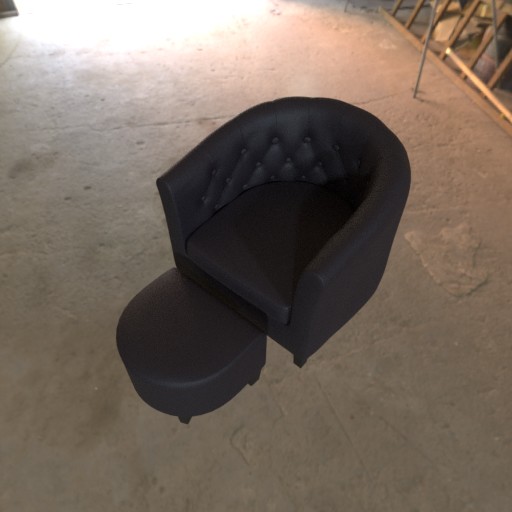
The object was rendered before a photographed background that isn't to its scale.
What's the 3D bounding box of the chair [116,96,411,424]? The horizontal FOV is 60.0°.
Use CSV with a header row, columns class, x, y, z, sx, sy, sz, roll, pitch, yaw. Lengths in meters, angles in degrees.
class,x,y,z,sx,sy,sz,roll,pitch,yaw
chair,0.000,0.000,1.653,0.763,0.760,1.191,32,55,26
